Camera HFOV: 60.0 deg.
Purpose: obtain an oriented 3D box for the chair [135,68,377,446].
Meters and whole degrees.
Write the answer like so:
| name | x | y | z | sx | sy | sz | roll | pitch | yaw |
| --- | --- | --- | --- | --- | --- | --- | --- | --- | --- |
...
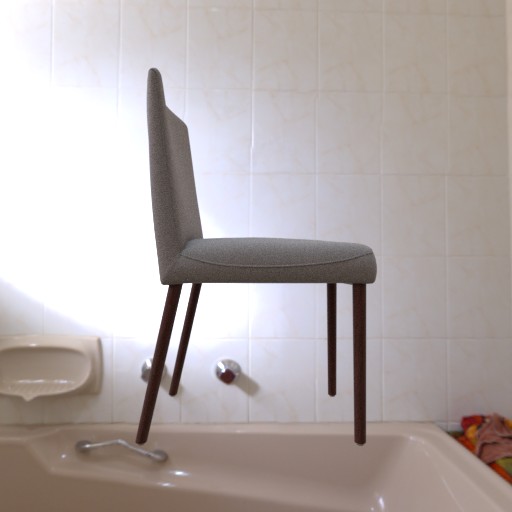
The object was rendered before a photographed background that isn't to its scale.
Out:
| name | x | y | z | sx | sy | sz | roll | pitch | yaw |
| --- | --- | --- | --- | --- | --- | --- | --- | --- | --- |
| chair | 0.000 | 0.000 | 1.197 | 0.570 | 0.859 | 0.456 | 0 | -1 | 0 |
